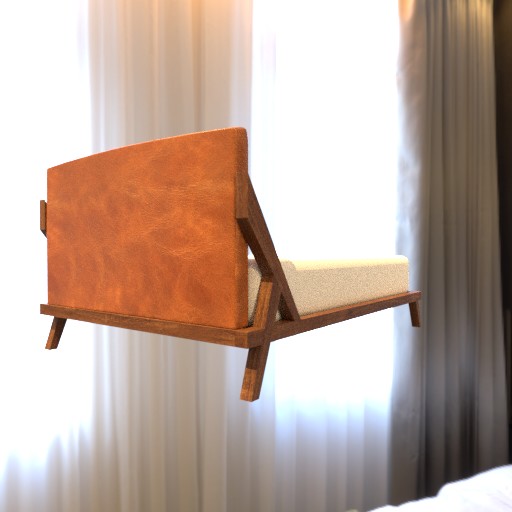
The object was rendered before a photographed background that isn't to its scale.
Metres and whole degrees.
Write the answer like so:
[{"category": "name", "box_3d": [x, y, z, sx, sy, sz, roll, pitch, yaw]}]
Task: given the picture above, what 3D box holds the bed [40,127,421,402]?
[{"category": "bed", "box_3d": [0.000, 0.000, 3.200, 1.651, 1.168, 2.311, 0, 1, 37]}]
